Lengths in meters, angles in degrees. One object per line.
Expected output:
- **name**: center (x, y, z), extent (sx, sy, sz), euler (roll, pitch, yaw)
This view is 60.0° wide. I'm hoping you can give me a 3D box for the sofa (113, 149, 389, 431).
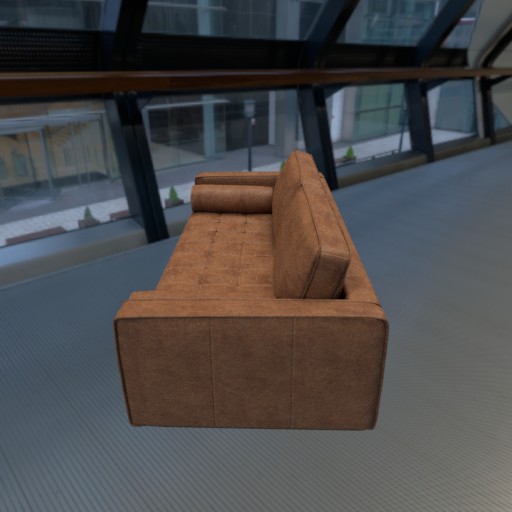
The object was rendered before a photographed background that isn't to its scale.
- **sofa**: center (0.000, 0.000, 2.365), extent (0.924, 0.825, 1.920), euler (1, 25, 1)
